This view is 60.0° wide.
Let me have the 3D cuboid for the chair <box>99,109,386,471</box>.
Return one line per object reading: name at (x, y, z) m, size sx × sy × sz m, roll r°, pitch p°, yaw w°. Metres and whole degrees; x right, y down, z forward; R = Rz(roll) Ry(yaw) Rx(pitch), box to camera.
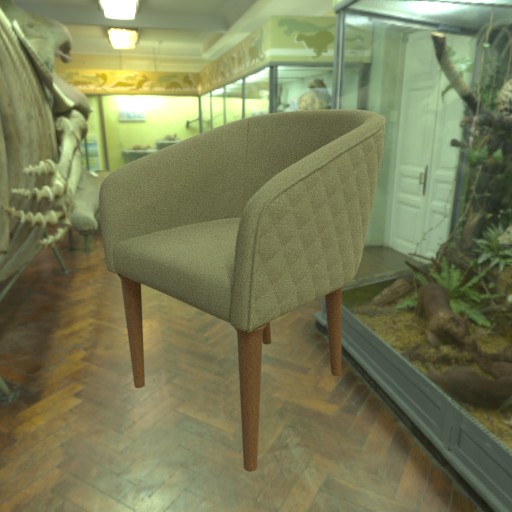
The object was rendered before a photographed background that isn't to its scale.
chair at (0.000, 0.000, 1.212) m, size 0.584 × 0.775 × 0.616 m, roll 15°, pitch 22°, yaw 42°
